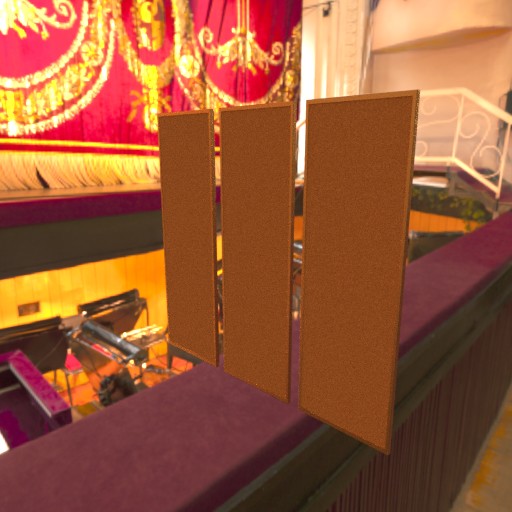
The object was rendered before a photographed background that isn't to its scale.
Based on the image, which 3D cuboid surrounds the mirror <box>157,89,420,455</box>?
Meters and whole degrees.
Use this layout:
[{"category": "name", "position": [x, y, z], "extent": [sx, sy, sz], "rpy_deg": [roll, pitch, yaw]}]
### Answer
[{"category": "mirror", "position": [0.000, 0.000, 1.430], "extent": [1.011, 0.926, 0.023], "rpy_deg": [13, 19, 43]}]
